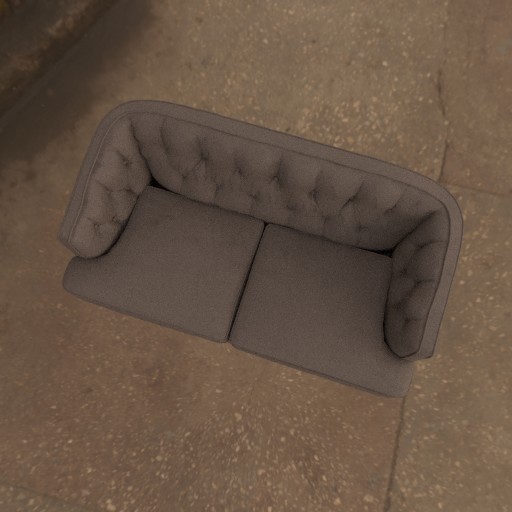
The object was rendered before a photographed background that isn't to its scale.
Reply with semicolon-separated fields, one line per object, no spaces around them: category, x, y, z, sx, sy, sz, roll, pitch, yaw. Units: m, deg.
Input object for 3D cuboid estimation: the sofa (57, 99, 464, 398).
sofa;0.000;0.000;2.224;1.733;0.855;0.941;17;75;5
